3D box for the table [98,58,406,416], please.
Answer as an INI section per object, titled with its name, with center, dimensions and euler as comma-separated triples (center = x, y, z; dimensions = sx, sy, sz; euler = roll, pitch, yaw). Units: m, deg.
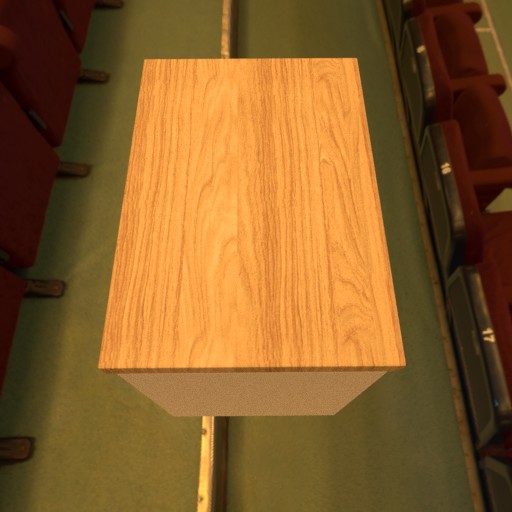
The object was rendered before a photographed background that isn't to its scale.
[table]
center = 0.000, 0.000, 0.805
dimensions = 0.360, 0.440, 0.500
euler = 0, 63, 0
